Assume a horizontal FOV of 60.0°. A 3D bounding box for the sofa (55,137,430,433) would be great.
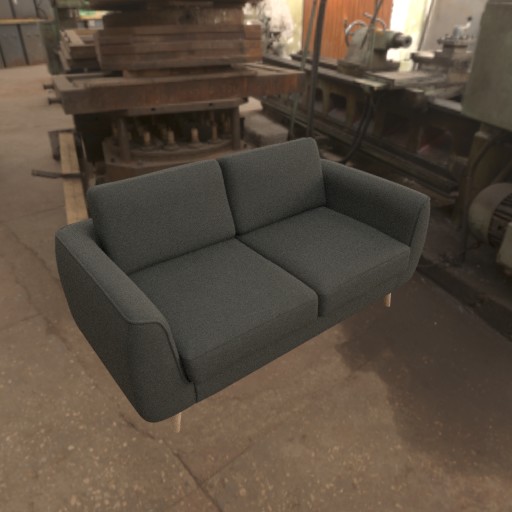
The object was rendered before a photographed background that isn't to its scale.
[{"bbox_3d":[0.000,0.000,2.210,1.700,0.850,0.920,-22,37,-32],"label":"sofa"}]
